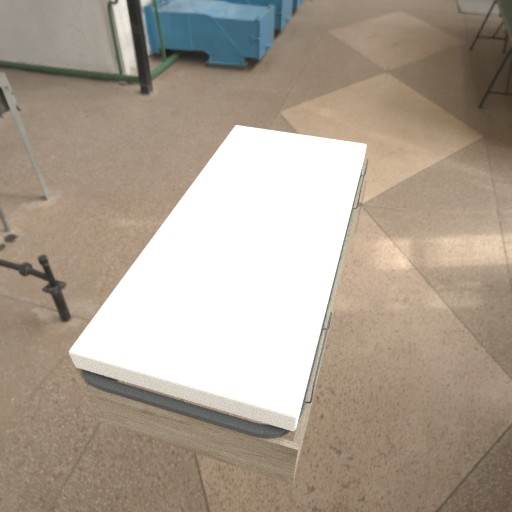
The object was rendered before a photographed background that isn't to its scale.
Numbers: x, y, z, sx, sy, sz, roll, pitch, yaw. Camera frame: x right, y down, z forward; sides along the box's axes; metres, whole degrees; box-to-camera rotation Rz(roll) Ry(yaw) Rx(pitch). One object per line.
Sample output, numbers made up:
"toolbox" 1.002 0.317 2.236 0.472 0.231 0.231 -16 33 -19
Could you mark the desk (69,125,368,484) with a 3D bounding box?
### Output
"desk" 0.000 0.000 2.294 0.900 0.455 1.900 12 44 13
